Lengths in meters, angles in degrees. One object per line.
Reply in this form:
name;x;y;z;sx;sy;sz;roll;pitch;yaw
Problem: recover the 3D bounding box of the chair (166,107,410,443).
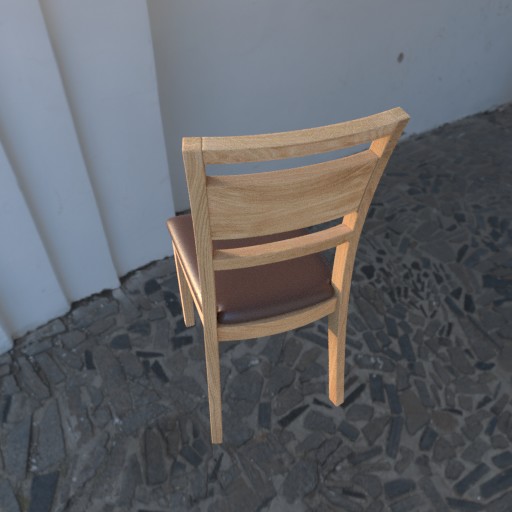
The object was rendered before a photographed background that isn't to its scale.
chair;0.000;0.000;1.198;0.420;0.940;0.545;-12;42;-14
